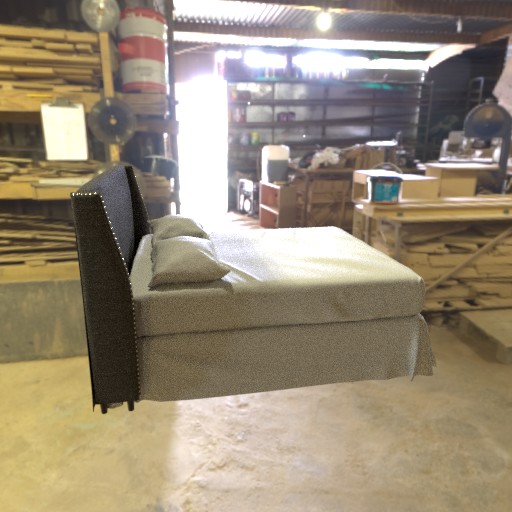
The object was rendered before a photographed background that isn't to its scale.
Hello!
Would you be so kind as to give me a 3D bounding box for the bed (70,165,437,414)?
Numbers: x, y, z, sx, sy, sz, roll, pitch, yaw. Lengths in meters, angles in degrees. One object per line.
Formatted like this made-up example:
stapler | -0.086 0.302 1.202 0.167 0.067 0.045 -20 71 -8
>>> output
bed | 0.000 0.000 3.494 2.276 1.332 1.925 -3 16 -10
